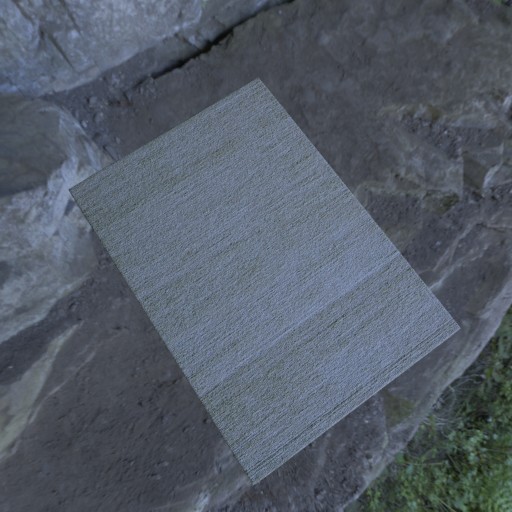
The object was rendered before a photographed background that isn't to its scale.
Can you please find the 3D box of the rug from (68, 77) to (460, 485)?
[{"bbox_3d":[0.000,0.000,5.116,2.782,0.025,3.935,-34,77,-9],"label":"rug"}]
